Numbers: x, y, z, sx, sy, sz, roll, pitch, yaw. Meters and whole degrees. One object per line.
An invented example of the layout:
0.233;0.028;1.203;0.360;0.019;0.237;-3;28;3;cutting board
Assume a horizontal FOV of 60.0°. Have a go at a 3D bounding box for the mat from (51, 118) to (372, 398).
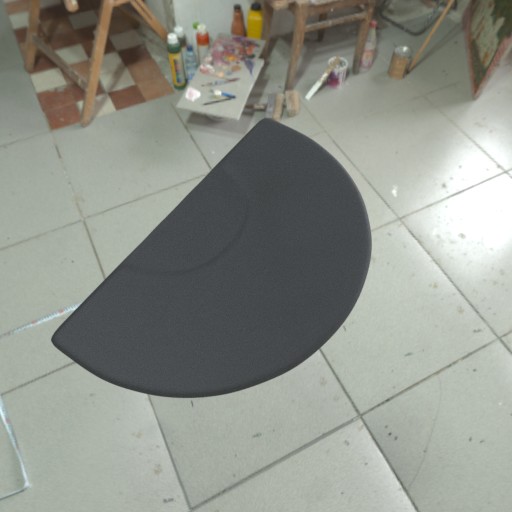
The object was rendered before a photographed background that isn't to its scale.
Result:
0.000;0.000;1.896;0.917;0.016;1.525;30;63;17;mat
